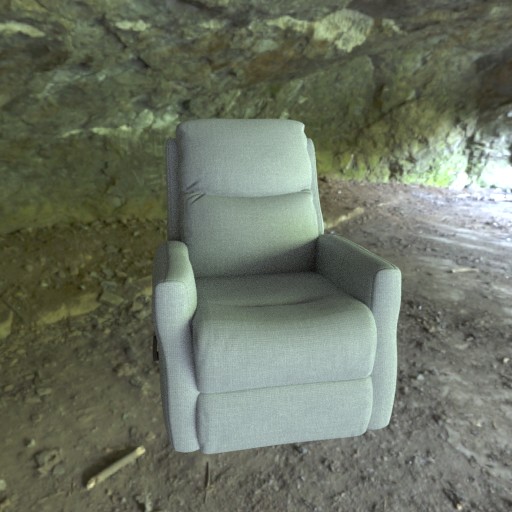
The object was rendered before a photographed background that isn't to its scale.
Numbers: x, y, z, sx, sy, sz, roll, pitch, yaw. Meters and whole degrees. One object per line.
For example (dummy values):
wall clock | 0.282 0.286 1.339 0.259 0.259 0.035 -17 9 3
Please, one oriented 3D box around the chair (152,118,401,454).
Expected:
chair | 0.000 0.000 1.727 0.829 1.030 1.080 -3 17 -9
